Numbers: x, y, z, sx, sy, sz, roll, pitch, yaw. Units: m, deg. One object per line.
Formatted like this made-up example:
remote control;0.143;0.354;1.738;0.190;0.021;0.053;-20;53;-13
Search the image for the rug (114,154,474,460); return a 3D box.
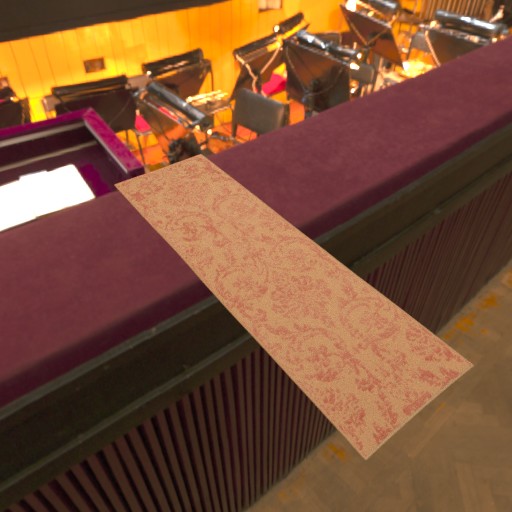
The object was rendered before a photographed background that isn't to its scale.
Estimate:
rug;0.000;0.000;2.373;0.662;0.011;2.196;-27;49;-26
